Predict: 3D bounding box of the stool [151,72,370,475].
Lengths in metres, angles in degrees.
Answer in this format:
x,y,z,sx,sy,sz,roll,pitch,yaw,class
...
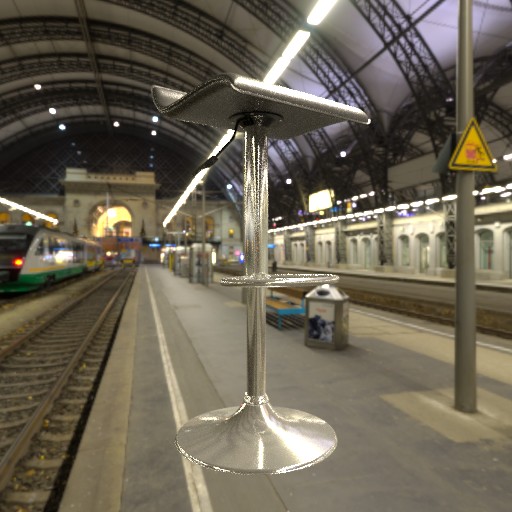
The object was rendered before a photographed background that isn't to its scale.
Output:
x,y,z,sx,sy,sz,roll,pitch,yaw,class
0.000,0.000,1.053,0.381,0.851,0.381,0,0,-36,stool
